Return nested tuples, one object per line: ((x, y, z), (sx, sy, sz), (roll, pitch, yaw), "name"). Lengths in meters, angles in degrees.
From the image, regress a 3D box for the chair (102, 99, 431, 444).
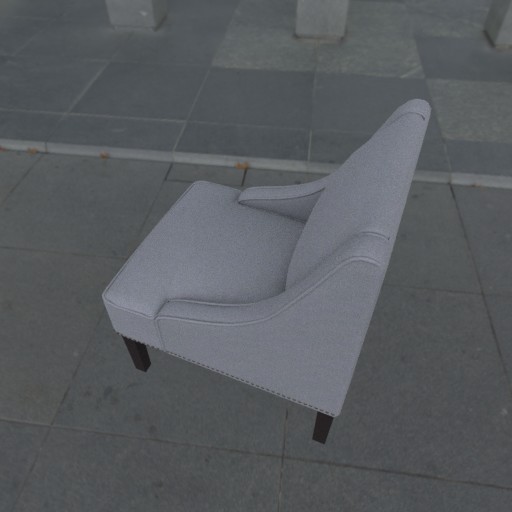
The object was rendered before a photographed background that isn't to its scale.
((0.000, 0.000, 1.359), (0.747, 0.867, 0.631), (17, 49, 15), "chair")
